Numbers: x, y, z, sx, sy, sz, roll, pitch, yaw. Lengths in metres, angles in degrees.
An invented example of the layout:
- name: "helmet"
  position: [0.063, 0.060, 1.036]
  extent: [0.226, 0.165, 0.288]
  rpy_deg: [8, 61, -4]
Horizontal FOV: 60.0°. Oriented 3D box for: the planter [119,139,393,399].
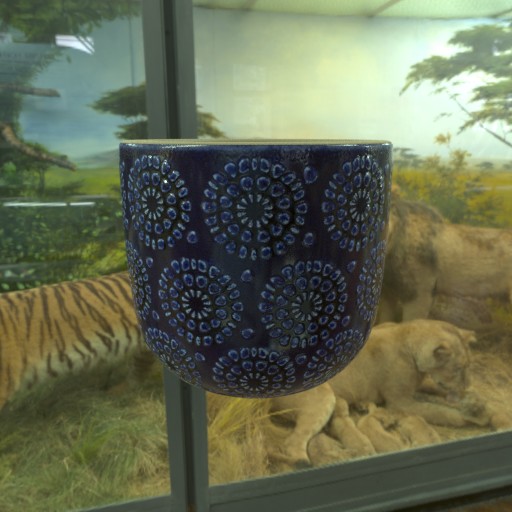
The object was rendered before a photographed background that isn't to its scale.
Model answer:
- name: "planter"
  position: [0.000, 0.000, 0.294]
  extent: [0.165, 0.149, 0.165]
  rpy_deg: [0, 15, 0]
